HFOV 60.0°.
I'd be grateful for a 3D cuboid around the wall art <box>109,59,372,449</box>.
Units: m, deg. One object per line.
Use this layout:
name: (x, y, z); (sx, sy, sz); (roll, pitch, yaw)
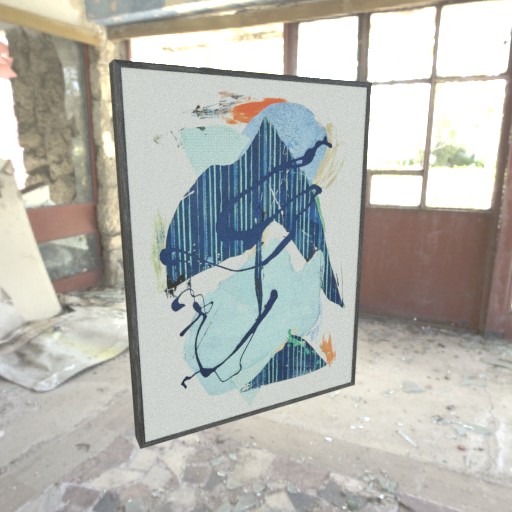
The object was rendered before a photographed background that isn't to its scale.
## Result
wall art: (0.000, 0.000, 1.322); (0.762, 1.016, 0.063); (-7, 15, -27)
